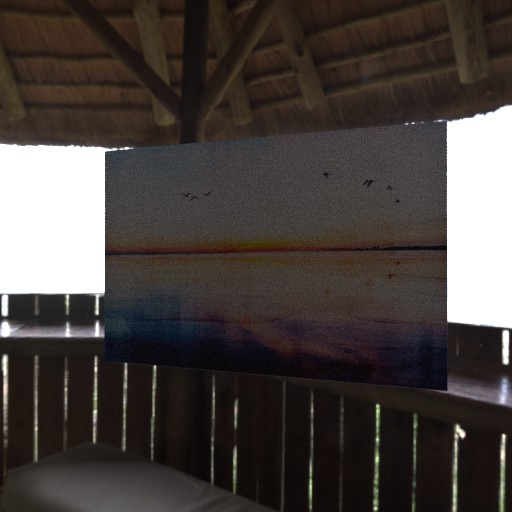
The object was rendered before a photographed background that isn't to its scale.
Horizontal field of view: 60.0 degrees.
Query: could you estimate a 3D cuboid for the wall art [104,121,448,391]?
[{"bbox_3d":[0.000,0.000,1.431,1.137,0.756,0.034,0,0,18],"label":"wall art"}]
